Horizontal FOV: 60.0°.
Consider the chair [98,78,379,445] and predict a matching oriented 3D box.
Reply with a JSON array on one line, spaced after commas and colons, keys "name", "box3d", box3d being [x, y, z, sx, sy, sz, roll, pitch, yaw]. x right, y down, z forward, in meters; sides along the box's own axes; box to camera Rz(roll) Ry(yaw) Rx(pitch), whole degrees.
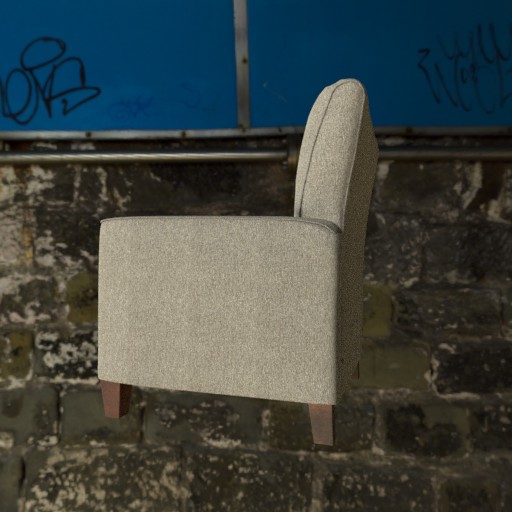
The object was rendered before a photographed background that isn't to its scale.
[{"name": "chair", "box3d": [0.000, 0.000, 1.649, 0.858, 1.028, 0.841, 0, -1, 18]}]
